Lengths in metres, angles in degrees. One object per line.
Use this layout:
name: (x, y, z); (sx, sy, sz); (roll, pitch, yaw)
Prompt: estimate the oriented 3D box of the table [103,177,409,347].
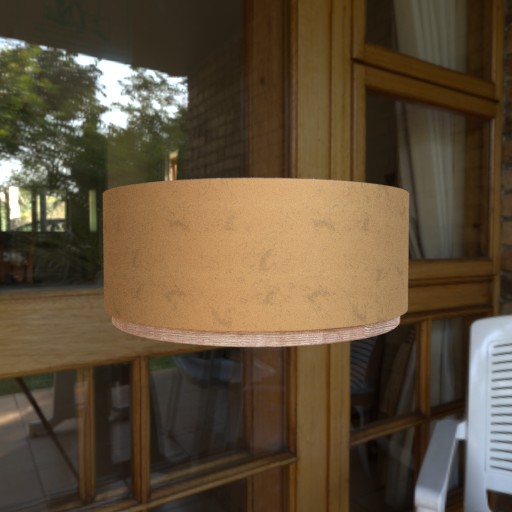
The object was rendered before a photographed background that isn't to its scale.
table: (0.000, 0.000, 1.539); (1.001, 0.409, 1.001); (0, 2, 0)
